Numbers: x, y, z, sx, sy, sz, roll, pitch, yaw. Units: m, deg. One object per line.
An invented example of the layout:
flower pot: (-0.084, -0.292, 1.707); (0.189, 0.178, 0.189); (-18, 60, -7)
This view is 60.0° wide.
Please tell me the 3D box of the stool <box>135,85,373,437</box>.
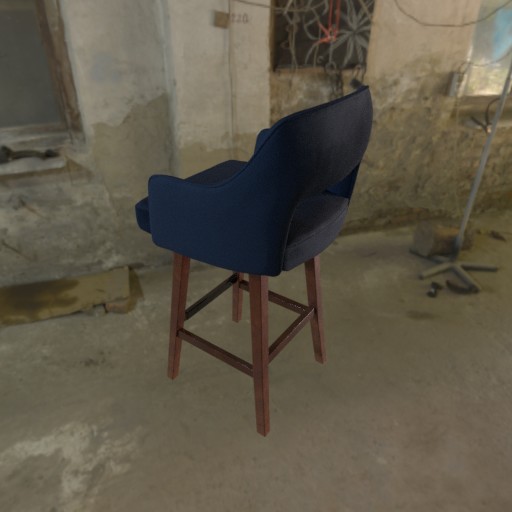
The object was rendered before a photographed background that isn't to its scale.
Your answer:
stool: (0.000, 0.000, 1.397); (0.560, 1.041, 0.550); (21, 38, 29)
